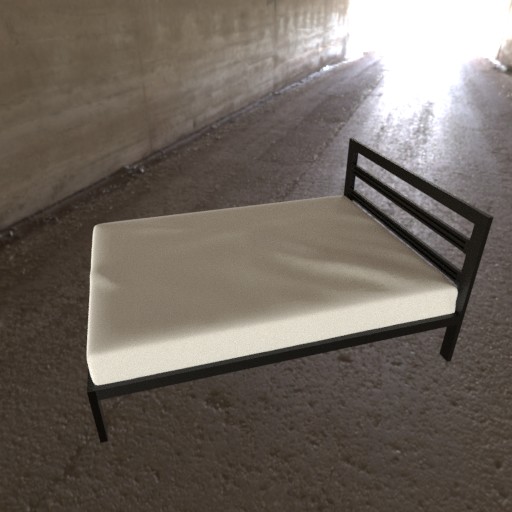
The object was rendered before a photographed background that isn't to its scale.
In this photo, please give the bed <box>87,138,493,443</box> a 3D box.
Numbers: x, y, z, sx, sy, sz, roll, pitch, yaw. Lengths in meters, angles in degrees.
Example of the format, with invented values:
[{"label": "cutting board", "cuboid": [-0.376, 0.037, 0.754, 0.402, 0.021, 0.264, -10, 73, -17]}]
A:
[{"label": "bed", "cuboid": [0.000, 0.000, 2.848, 2.062, 0.967, 1.524, -8, 31, -14]}]
